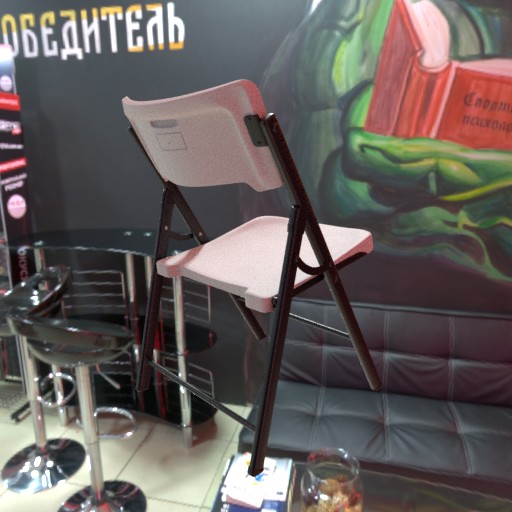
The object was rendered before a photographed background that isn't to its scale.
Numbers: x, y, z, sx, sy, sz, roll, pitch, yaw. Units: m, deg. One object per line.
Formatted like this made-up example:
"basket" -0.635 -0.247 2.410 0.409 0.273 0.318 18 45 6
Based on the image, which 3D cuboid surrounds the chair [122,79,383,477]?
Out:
"chair" 0.000 0.000 1.130 0.577 0.765 0.482 -14 20 -43
